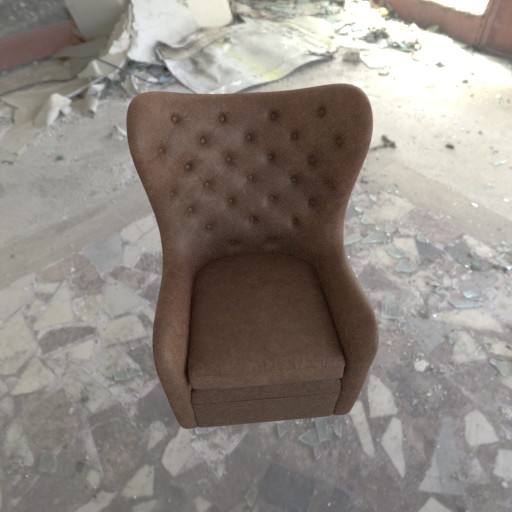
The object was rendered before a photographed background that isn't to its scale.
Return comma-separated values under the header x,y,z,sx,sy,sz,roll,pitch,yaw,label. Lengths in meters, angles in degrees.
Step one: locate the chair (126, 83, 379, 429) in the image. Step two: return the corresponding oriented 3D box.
x,y,z,sx,sy,sz,roll,pitch,yaw,label
0.000,0.000,1.739,0.831,1.079,0.930,-4,47,-4,chair
